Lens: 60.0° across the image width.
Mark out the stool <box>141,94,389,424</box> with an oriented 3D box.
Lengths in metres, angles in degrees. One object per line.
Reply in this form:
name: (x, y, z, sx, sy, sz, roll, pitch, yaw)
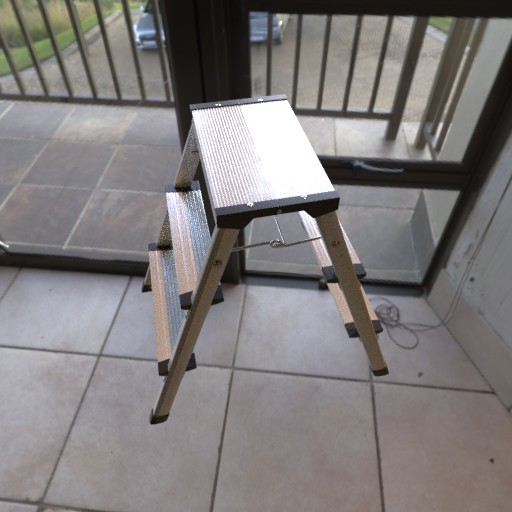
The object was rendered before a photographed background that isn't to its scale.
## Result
stool: (0.000, 0.000, 1.037, 0.622, 0.605, 0.437, -9, 48, -8)
